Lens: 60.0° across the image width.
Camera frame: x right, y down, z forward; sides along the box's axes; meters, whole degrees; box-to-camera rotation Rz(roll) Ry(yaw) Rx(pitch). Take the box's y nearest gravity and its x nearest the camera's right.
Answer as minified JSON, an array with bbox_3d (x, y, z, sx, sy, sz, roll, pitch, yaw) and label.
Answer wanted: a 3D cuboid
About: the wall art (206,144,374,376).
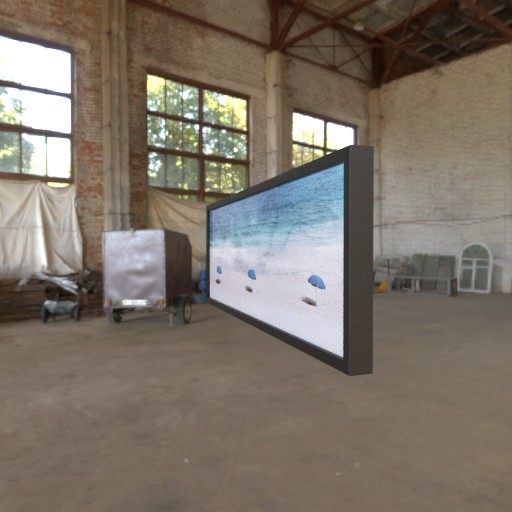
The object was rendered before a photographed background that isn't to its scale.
[{"bbox_3d":[0.000,0.000,0.993,0.037,0.303,0.860,0,1,-19],"label":"wall art"}]
